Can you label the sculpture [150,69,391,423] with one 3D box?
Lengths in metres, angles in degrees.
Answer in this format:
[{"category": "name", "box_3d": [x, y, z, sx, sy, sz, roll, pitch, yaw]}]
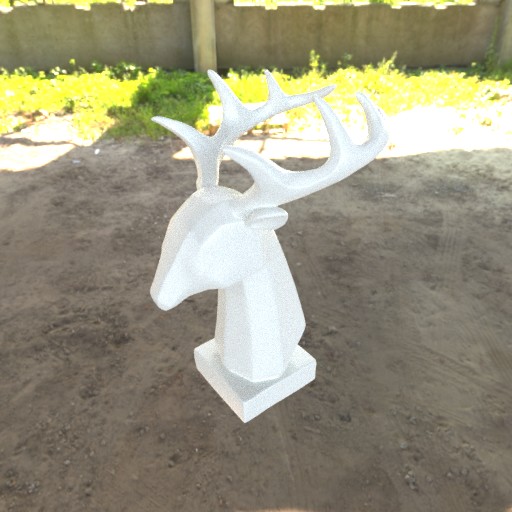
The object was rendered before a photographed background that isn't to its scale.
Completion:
[{"category": "sculpture", "box_3d": [0.000, 0.000, 0.444, 0.224, 0.329, 0.174, -21, 37, -31]}]
